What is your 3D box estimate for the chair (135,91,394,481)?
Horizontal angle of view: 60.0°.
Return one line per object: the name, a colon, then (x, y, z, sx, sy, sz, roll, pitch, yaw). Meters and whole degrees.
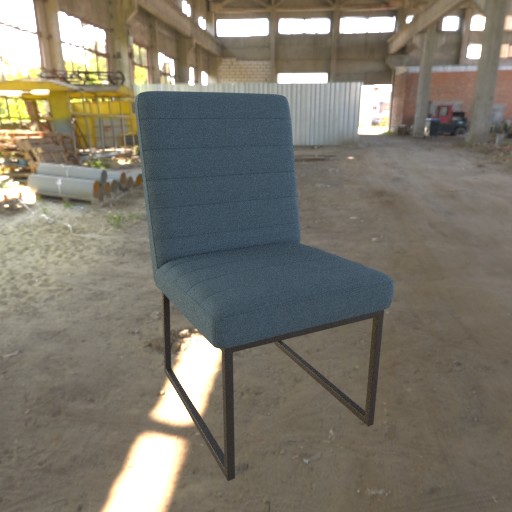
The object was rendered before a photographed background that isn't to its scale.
chair: (0.000, 0.000, 1.306, 0.520, 0.930, 0.634, -9, 19, -26)
